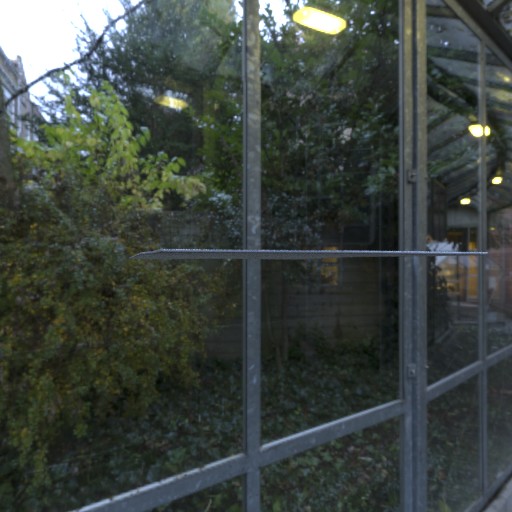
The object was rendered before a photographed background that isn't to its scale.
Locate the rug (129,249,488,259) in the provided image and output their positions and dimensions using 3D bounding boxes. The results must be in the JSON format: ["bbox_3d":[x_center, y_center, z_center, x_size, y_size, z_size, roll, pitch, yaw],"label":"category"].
[{"bbox_3d":[0.000,0.000,2.250,1.159,0.021,1.789,0,-1,-19],"label":"rug"}]
